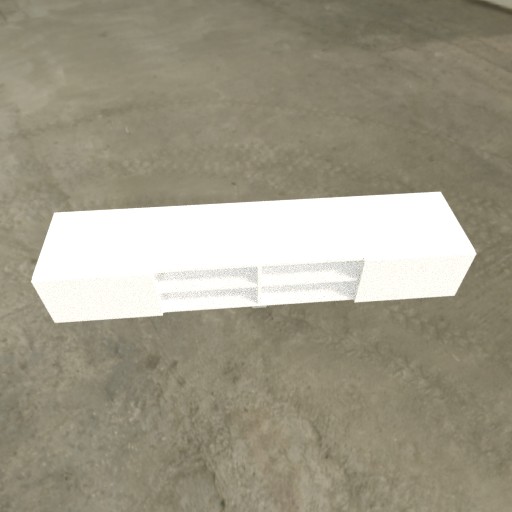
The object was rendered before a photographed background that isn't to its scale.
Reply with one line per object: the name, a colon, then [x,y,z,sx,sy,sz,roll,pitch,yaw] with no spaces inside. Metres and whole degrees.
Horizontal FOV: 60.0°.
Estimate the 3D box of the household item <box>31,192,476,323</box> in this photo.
household item: [0.000,0.000,2.087,1.850,0.310,0.420,-4,47,-3]
